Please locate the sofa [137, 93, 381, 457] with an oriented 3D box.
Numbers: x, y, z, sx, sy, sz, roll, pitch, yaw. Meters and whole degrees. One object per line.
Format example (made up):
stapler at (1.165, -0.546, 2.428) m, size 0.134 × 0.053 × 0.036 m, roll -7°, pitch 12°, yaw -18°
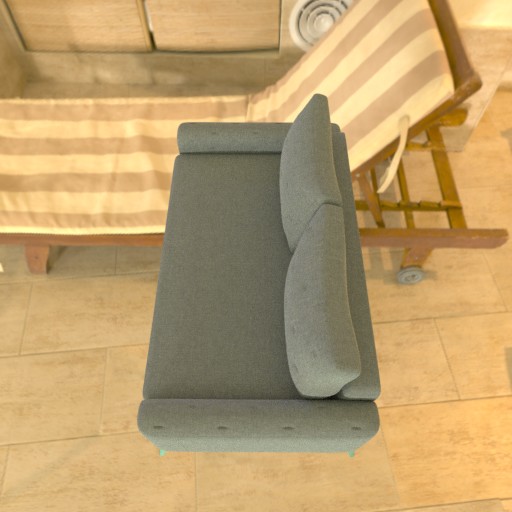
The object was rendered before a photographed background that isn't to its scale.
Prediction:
sofa at (0.000, 0.000, 2.094) m, size 0.920 × 0.790 × 1.650 m, roll 0°, pitch 58°, yaw 0°
